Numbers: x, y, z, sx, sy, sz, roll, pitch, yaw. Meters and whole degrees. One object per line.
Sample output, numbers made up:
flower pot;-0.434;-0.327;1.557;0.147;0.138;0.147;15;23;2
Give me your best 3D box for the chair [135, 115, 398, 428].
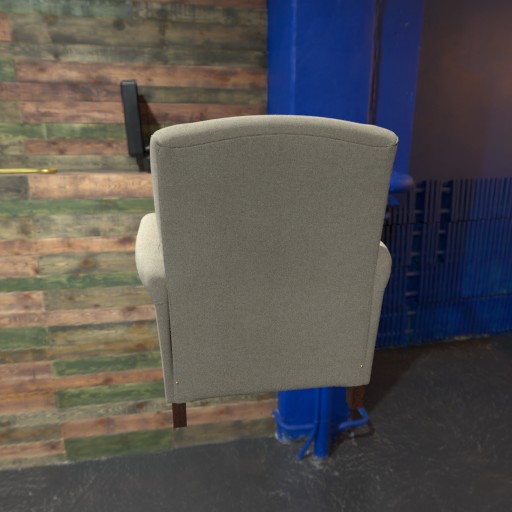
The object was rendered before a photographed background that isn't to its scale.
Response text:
chair;0.000;0.000;1.813;0.978;1.061;0.905;-3;15;-10
